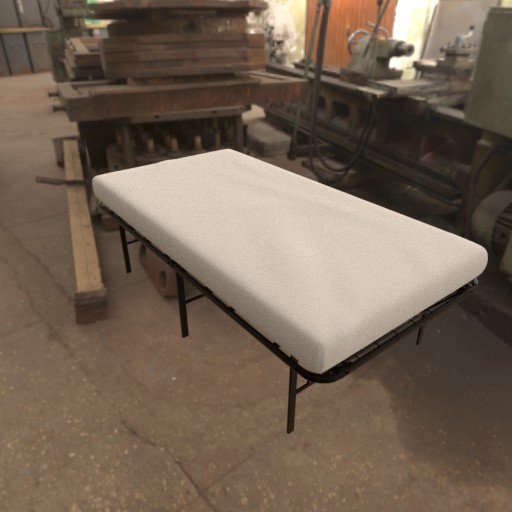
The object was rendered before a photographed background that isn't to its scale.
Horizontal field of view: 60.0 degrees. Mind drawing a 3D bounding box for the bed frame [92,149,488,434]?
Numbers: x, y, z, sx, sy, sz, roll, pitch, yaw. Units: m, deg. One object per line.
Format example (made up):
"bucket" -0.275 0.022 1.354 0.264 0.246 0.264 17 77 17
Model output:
"bed frame" 0.000 0.000 2.323 0.989 0.619 1.903 -21 35 -32
